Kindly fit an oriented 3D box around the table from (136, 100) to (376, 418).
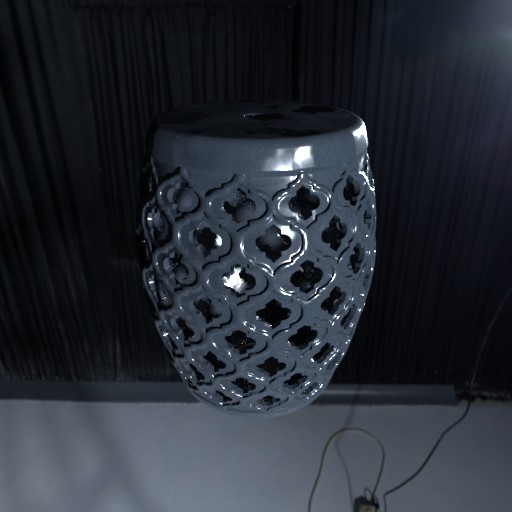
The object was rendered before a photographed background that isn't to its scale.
[{"bbox_3d":[0.000,0.000,0.632,0.325,0.388,0.325,0,28,0],"label":"table"}]
